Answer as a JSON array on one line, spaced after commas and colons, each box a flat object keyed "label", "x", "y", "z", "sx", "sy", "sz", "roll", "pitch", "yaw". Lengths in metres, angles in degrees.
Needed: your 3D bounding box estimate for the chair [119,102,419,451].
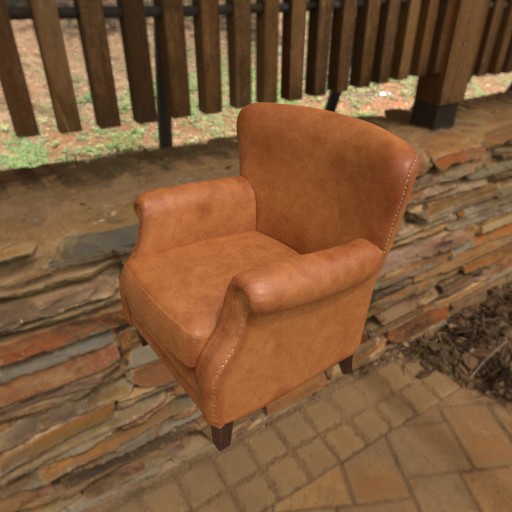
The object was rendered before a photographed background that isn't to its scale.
[{"label": "chair", "x": 0.000, "y": 0.000, "z": 1.679, "sx": 0.921, "sy": 0.936, "sz": 0.861, "roll": -21, "pitch": 38, "yaw": -31}]
